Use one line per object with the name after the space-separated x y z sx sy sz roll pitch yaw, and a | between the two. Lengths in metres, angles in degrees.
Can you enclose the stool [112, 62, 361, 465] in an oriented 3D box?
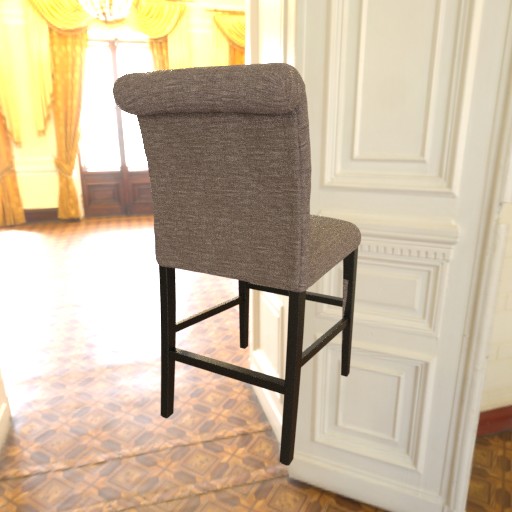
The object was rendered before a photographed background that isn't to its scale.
0.000 0.000 1.291 0.457 0.970 0.611 9 19 27 | stool
